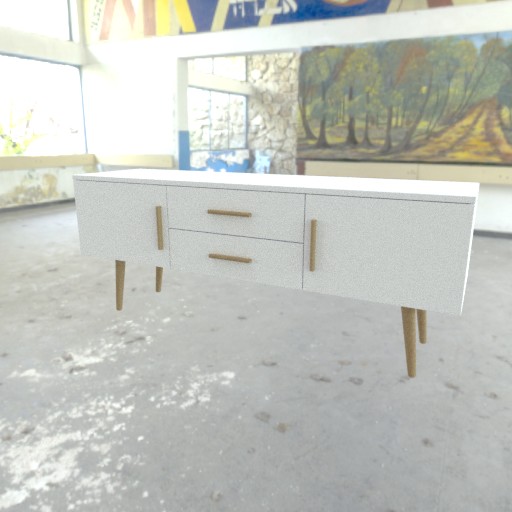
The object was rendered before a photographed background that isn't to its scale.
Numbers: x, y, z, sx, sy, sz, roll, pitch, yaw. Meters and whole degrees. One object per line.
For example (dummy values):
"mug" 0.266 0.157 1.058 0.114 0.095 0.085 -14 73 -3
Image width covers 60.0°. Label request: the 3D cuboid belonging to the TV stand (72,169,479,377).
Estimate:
"TV stand" 0.000 0.000 1.623 1.398 0.560 0.401 8 17 26
